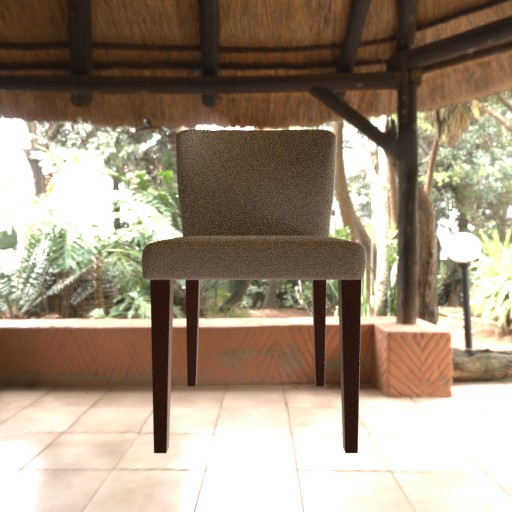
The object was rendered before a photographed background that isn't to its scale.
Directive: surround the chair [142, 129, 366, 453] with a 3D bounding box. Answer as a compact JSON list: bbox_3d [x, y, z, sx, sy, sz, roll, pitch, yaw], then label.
[{"bbox_3d":[0.000,0.000,1.208,0.491,0.839,0.589,0,0,0],"label":"chair"}]
